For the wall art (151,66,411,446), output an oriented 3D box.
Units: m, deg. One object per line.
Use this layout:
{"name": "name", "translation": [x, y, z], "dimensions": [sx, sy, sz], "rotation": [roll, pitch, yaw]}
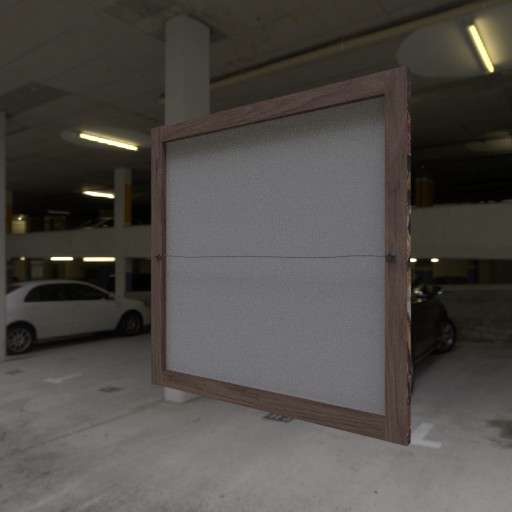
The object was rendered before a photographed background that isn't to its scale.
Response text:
{"name": "wall art", "translation": [0.000, 0.000, 1.114], "dimensions": [0.757, 0.762, 0.028], "rotation": [0, 0, 36]}
